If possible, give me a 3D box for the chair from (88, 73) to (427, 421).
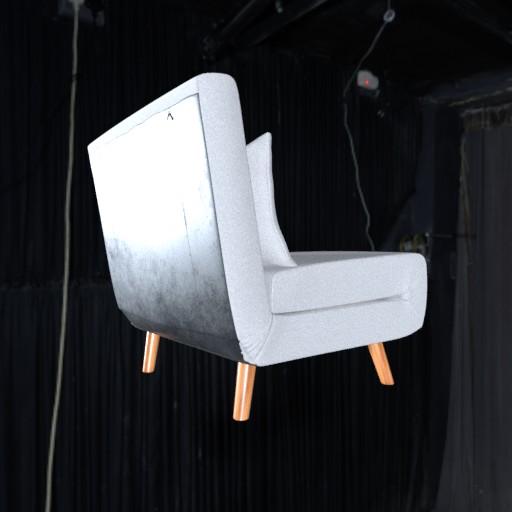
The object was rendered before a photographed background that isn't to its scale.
[{"bbox_3d":[0.000,0.000,1.486,0.902,0.808,0.770,0,0,-37],"label":"chair"}]
